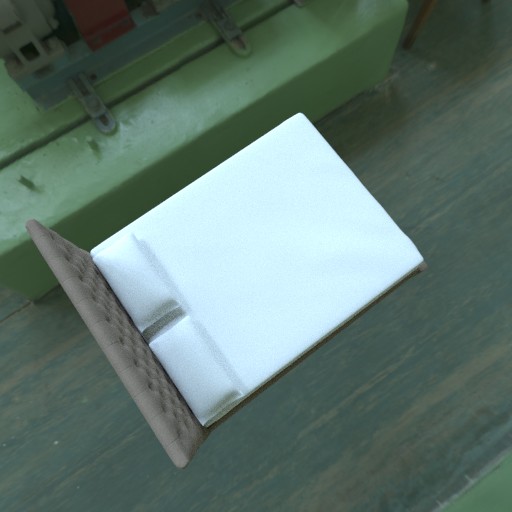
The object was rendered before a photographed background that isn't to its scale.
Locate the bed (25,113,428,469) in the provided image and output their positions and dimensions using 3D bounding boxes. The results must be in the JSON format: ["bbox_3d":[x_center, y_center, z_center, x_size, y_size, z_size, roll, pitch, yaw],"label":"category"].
[{"bbox_3d":[0.000,0.000,3.301,2.233,1.426,1.696,-35,79,-8],"label":"bed"}]
